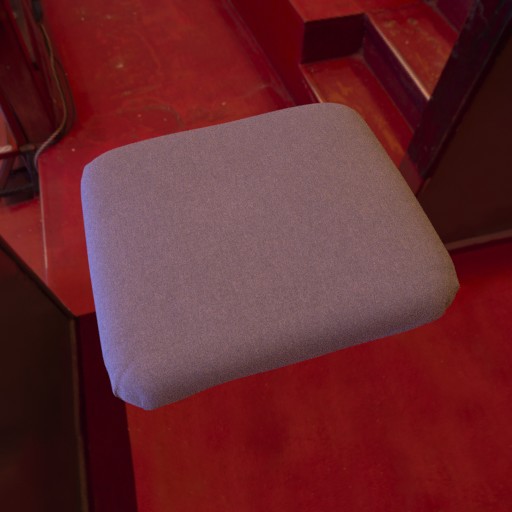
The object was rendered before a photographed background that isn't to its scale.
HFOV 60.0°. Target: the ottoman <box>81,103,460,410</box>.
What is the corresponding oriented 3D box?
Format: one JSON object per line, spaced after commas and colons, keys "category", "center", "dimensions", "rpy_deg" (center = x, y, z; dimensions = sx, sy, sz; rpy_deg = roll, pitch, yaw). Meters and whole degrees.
{"category": "ottoman", "center": [0.000, 0.000, 1.111], "dimensions": [0.747, 0.450, 0.622], "rpy_deg": [-15, 60, -9]}
